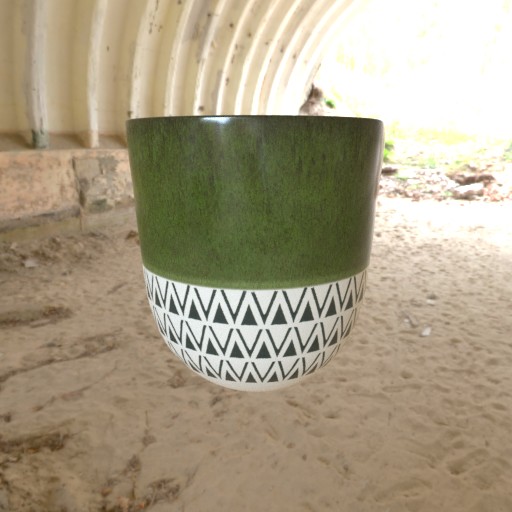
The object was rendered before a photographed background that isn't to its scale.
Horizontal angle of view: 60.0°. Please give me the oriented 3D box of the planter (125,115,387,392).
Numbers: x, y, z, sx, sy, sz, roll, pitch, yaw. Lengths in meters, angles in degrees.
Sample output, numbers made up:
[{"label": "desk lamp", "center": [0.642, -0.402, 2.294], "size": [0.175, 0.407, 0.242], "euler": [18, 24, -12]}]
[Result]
[{"label": "planter", "center": [0.000, 0.000, 0.465], "size": [0.245, 0.270, 0.245], "euler": [0, 15, 0]}]
